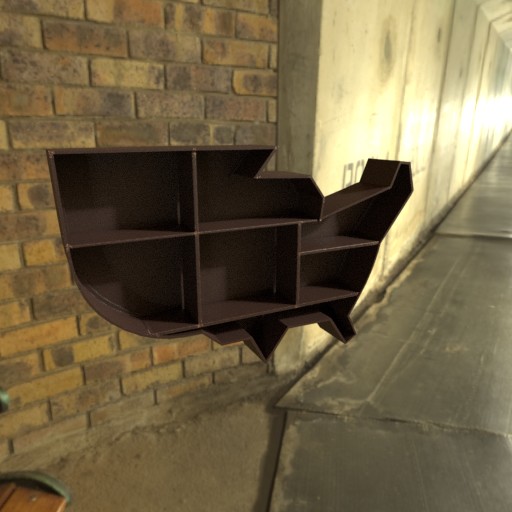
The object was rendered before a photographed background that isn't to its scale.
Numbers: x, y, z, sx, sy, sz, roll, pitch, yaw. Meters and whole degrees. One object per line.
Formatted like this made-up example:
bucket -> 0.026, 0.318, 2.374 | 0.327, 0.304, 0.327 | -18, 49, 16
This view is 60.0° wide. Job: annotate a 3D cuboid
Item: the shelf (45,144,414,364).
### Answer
shelf -> 0.000, 0.000, 0.906 | 0.729, 0.439, 0.112 | -8, 18, -26
